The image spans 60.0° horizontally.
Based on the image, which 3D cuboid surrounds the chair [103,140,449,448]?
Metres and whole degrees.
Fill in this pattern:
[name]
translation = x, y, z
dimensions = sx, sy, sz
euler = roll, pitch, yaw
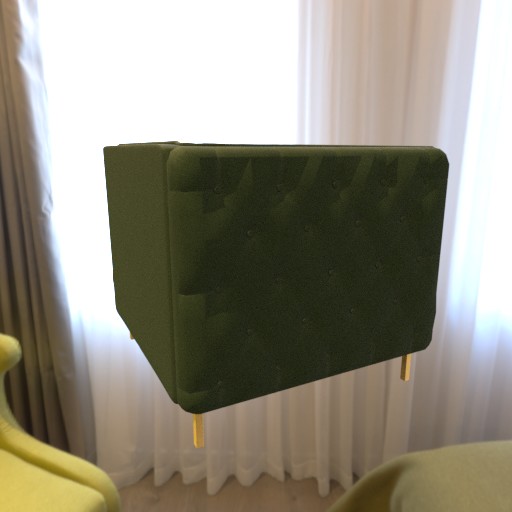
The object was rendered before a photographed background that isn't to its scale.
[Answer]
[chair]
translation = 0.000, 0.000, 1.553
dimensions = 0.855, 0.768, 0.917
euler = -7, 15, -27
